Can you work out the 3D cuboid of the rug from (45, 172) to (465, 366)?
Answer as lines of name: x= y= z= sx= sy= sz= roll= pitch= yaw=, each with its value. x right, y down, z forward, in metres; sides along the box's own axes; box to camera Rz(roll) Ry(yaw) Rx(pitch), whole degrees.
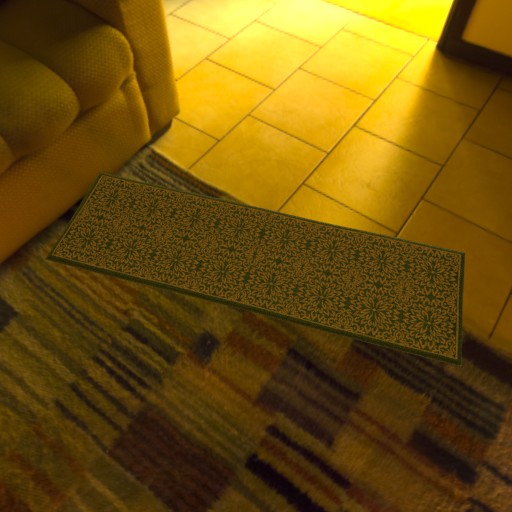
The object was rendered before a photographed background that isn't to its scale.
rug: x=0.000 y=0.000 z=2.417 sx=2.196 sy=0.011 sz=0.662 roll=13 pitch=59 yaw=8
